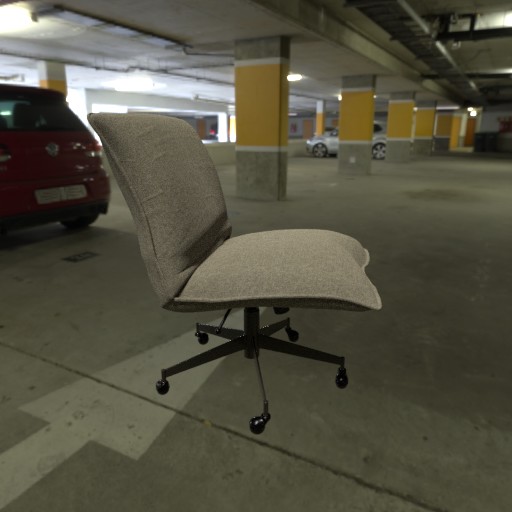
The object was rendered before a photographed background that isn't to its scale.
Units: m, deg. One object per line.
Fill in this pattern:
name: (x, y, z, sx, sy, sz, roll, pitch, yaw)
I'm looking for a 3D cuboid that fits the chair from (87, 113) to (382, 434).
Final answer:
chair: (0.000, 0.000, 1.318, 0.696, 0.811, 0.597, 3, 16, 11)
